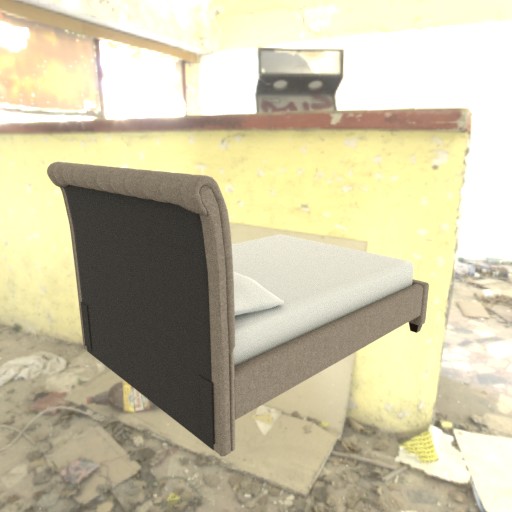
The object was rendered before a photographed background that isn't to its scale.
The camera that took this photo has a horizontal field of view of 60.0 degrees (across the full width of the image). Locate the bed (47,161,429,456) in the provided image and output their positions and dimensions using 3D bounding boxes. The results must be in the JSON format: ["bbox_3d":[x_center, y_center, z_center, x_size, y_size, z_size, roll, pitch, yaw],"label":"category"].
[{"bbox_3d":[0.000,0.000,3.254,2.252,1.371,1.645,-14,20,-42],"label":"bed"}]
